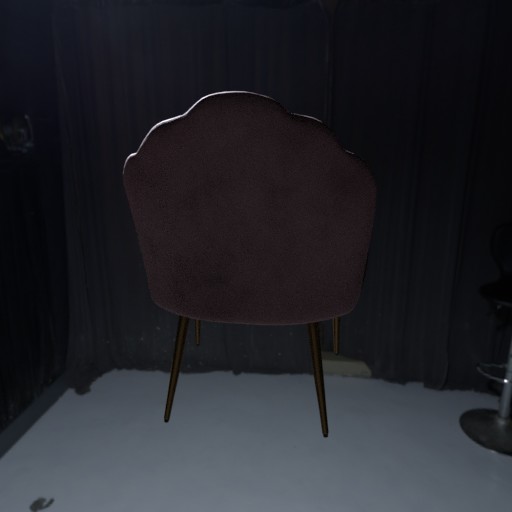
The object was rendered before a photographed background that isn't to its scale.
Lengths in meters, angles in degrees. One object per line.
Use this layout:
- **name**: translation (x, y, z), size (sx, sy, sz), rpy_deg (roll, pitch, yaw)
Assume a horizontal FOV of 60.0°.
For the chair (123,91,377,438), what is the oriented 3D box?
- **chair**: translation (0.000, 0.000, 1.248), size (0.657, 0.819, 0.599), rpy_deg (2, 15, 8)
